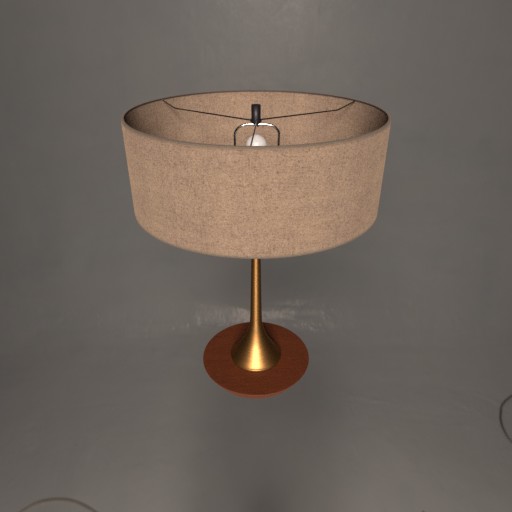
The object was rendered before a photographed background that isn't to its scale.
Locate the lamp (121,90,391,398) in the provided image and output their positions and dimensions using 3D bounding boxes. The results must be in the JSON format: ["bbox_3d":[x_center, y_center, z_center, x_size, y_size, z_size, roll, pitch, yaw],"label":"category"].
[{"bbox_3d":[0.000,0.000,0.837,0.417,0.551,0.396,1,30,1],"label":"lamp"}]
